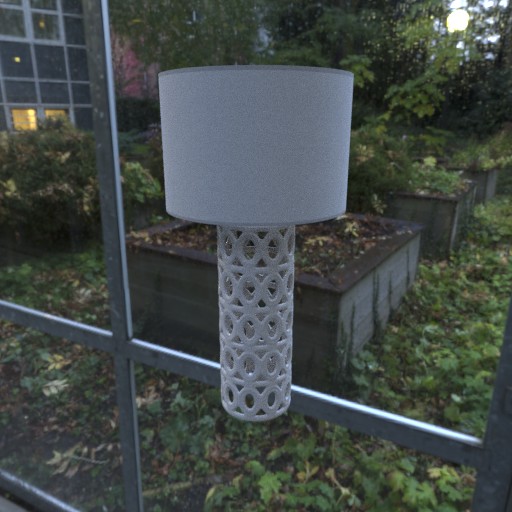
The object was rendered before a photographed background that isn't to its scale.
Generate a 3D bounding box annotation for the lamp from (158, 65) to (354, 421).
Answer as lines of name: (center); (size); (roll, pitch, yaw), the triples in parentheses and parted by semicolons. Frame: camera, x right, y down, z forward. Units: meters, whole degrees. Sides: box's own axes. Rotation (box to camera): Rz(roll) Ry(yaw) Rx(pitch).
lamp: (0.000, 0.000, 0.845); (0.325, 0.636, 0.324); (-16, 23, -41)
